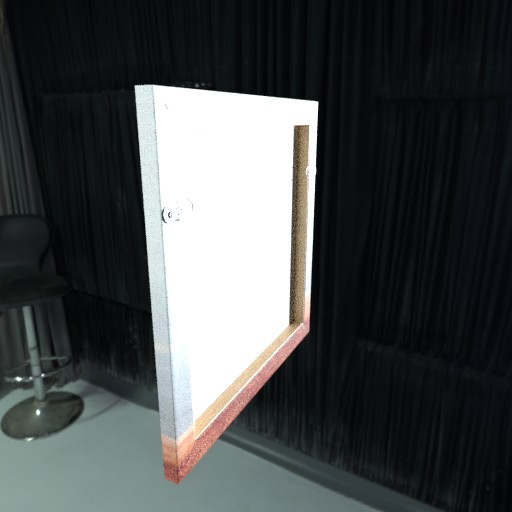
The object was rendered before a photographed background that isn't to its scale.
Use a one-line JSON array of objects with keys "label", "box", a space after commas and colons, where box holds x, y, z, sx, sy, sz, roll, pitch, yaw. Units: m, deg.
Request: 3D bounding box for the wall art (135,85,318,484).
[{"label": "wall art", "box": [0.000, 0.000, 1.118, 0.042, 0.760, 0.760, 9, 19, 26]}]
